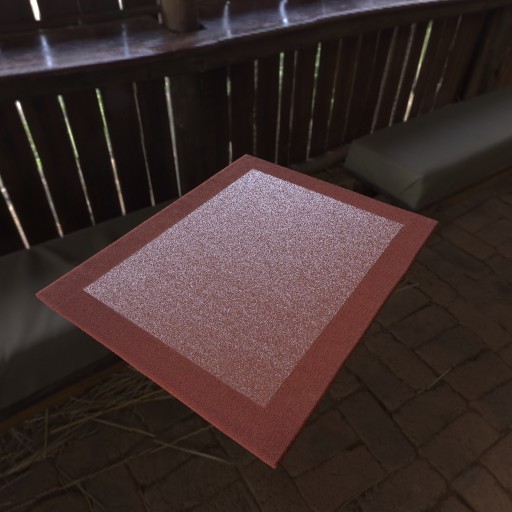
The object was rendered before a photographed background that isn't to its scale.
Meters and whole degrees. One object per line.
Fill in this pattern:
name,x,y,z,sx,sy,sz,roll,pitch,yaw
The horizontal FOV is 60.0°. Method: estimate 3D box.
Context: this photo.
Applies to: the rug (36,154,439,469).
rug,0.000,0.000,4.060,2.430,0.018,2.976,25,47,26
